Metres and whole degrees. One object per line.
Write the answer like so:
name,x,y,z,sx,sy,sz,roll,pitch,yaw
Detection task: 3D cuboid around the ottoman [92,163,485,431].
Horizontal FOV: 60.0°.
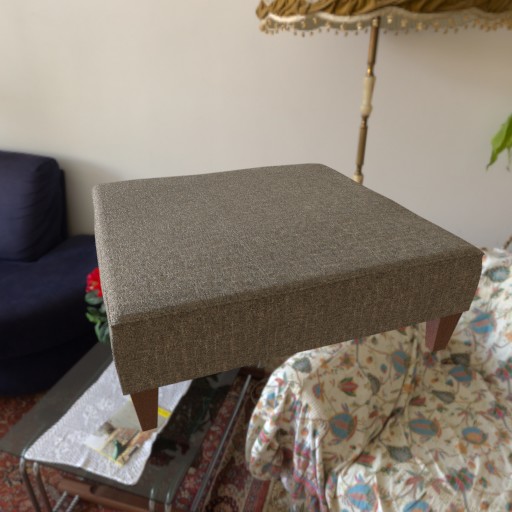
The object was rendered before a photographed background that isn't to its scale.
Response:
ottoman,0.000,0.000,1.527,1.016,0.379,0.981,-10,28,-18
